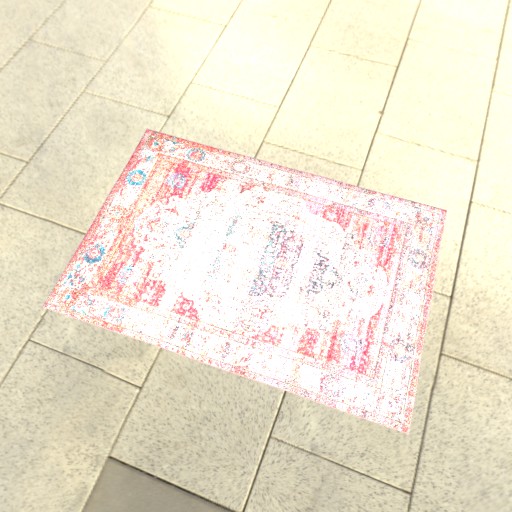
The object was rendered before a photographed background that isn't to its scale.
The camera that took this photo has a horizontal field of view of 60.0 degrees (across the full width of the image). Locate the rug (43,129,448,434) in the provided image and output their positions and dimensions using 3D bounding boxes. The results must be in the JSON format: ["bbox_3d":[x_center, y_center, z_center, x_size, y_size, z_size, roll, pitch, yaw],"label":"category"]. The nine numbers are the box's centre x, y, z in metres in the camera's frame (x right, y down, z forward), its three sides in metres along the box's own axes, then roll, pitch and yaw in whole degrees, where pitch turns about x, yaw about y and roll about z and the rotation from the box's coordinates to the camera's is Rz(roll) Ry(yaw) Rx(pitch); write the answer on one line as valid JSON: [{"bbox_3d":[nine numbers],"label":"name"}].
[{"bbox_3d":[0.000,0.000,2.326,1.829,0.006,1.219,17,65,8],"label":"rug"}]
